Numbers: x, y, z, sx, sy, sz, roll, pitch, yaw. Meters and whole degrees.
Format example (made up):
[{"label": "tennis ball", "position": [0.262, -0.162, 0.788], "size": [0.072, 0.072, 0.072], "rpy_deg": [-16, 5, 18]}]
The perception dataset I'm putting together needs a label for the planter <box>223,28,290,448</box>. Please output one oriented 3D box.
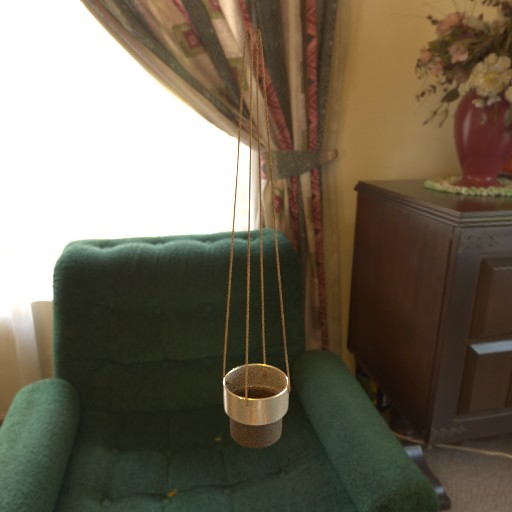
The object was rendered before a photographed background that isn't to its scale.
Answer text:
[{"label": "planter", "position": [0.000, 0.000, 1.155], "size": [0.187, 1.073, 0.187], "rpy_deg": [-9, 18, -28]}]
